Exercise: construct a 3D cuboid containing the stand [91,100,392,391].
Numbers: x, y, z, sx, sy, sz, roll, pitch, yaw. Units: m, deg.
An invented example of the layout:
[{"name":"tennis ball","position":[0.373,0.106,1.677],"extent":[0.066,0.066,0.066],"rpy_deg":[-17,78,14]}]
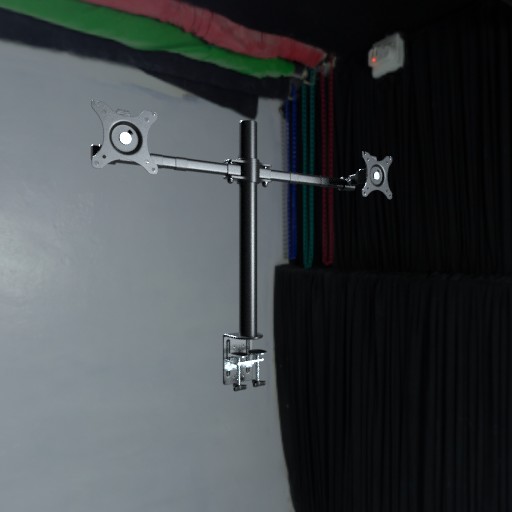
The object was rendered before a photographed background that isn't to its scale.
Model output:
[{"name":"stand","position":[0.000,0.000,0.981],"extent":[0.743,0.603,0.150],"rpy_deg":[0,1,-35]}]
